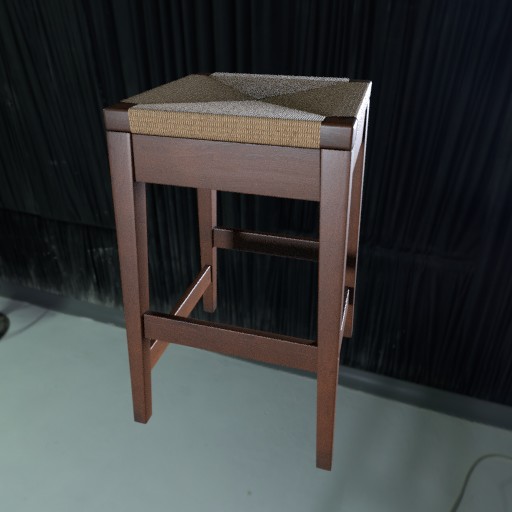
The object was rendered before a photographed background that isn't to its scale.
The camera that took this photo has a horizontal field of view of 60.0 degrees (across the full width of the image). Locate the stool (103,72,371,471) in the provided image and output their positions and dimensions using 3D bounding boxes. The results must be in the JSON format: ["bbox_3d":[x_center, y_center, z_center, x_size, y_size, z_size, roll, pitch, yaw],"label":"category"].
[{"bbox_3d":[0.000,0.000,1.077,0.497,0.762,0.507,8,31,14],"label":"stool"}]
